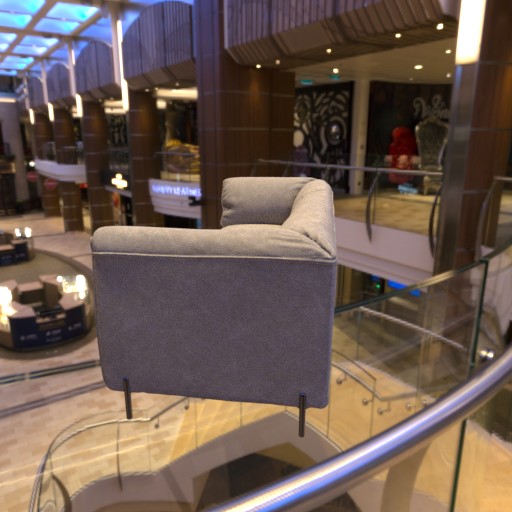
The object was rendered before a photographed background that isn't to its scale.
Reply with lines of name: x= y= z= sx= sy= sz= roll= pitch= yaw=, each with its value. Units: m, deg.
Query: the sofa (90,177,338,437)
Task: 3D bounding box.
sofa: x=0.000 y=0.000 z=2.624 sx=0.899 sy=0.758 sz=2.238 roll=2 pitch=15 yaw=8
